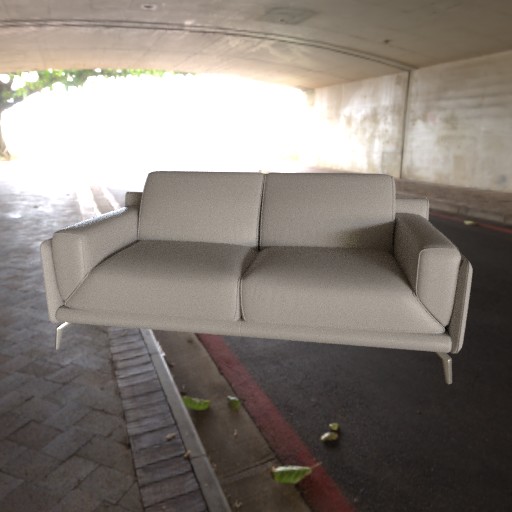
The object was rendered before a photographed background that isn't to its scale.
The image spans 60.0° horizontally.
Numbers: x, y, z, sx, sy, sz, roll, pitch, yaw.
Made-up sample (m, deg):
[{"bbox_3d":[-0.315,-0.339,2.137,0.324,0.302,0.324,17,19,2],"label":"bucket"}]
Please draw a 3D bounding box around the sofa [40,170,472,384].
[{"bbox_3d":[0.000,0.000,2.548,2.101,0.930,1.049,3,16,10],"label":"sofa"}]
